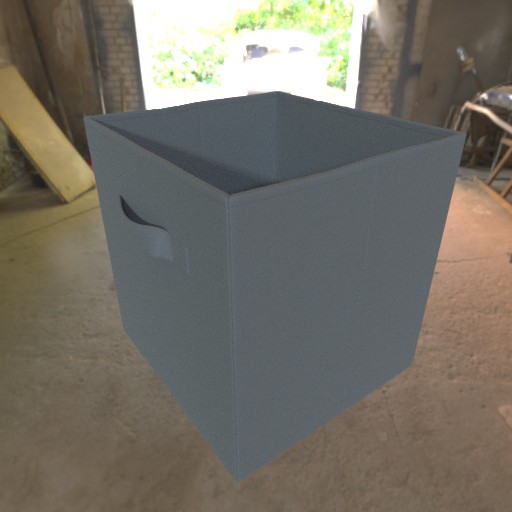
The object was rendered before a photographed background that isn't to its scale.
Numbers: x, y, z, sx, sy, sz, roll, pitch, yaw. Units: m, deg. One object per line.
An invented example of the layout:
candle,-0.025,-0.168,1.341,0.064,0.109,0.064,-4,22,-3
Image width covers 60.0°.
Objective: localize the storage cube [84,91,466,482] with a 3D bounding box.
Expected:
storage cube,0.000,0.000,0.481,0.270,0.280,0.270,-20,36,-31
